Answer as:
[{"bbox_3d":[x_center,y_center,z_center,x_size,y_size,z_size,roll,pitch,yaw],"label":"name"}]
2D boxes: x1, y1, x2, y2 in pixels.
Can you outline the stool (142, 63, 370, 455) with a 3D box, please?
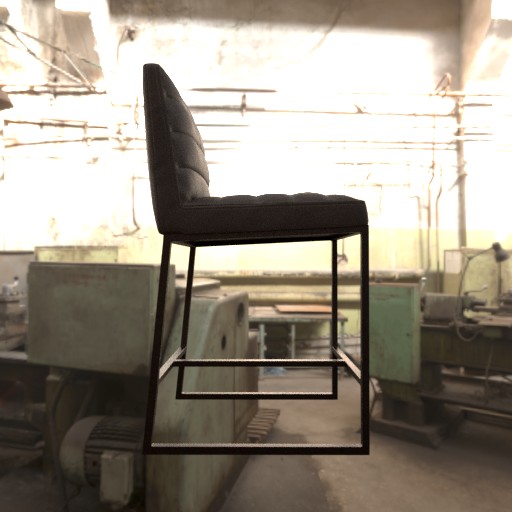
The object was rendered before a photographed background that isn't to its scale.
[{"bbox_3d":[0.000,0.000,1.271,0.562,0.946,0.463,0,-1,0],"label":"stool"}]
